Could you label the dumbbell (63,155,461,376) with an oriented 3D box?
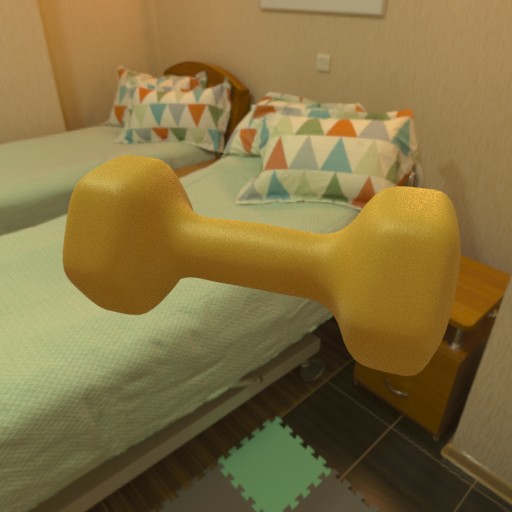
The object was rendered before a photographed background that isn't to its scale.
[{"bbox_3d":[0.000,0.000,0.230,0.190,0.082,0.090,10,33,16],"label":"dumbbell"}]
